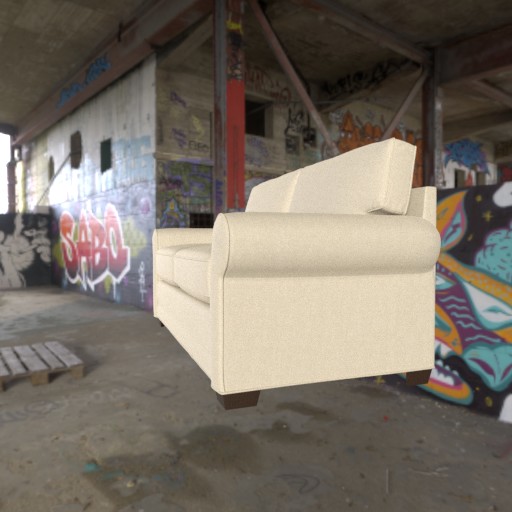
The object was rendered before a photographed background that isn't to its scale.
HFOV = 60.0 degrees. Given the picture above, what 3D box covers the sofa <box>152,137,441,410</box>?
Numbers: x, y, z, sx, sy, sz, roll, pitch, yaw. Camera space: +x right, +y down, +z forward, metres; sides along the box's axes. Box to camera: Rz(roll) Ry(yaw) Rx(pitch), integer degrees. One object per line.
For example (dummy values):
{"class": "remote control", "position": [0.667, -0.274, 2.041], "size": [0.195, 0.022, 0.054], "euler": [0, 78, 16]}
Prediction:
{"class": "sofa", "position": [0.000, 0.000, 2.276], "size": [0.861, 0.933, 1.774], "euler": [-1, 2, -20]}
